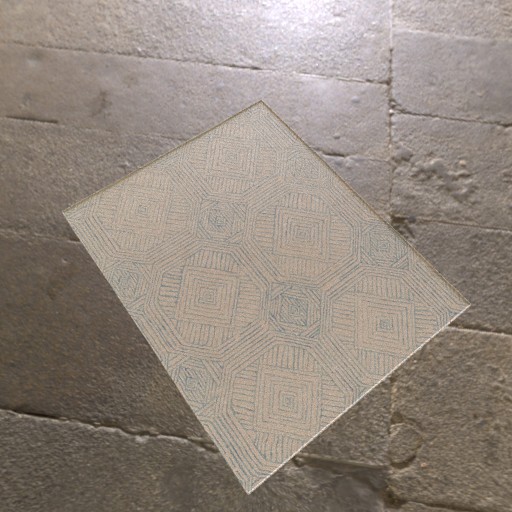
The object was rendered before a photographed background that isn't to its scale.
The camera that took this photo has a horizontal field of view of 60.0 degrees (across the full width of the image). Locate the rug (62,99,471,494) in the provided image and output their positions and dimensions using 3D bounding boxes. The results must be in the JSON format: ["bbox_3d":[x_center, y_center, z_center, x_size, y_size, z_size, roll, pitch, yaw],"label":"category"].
[{"bbox_3d":[0.000,0.000,4.110,2.457,0.015,3.049,-34,69,-15],"label":"rug"}]
